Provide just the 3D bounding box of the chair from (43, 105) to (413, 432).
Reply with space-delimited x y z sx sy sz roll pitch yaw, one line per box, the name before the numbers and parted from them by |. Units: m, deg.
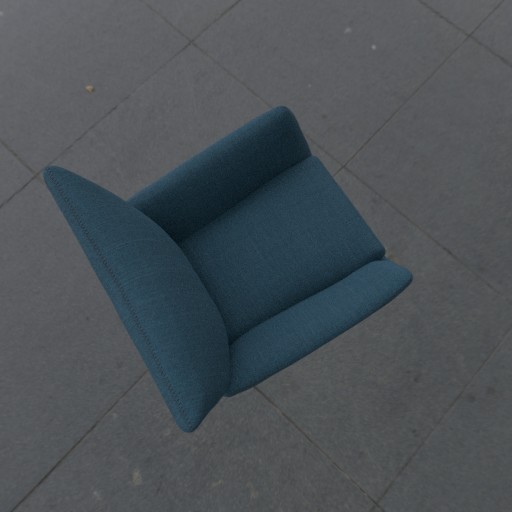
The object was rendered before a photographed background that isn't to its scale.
chair | 0.000 0.000 1.388 0.769 0.859 0.678 -31 77 -8
